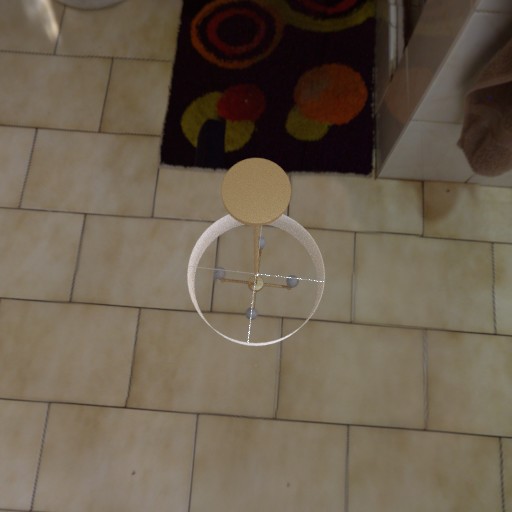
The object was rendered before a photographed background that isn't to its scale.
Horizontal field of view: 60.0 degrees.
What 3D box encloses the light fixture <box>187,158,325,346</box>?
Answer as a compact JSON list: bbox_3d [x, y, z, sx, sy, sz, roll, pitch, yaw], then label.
[{"bbox_3d":[0.000,0.000,1.374,0.508,1.067,0.508,0,76,0],"label":"light fixture"}]
